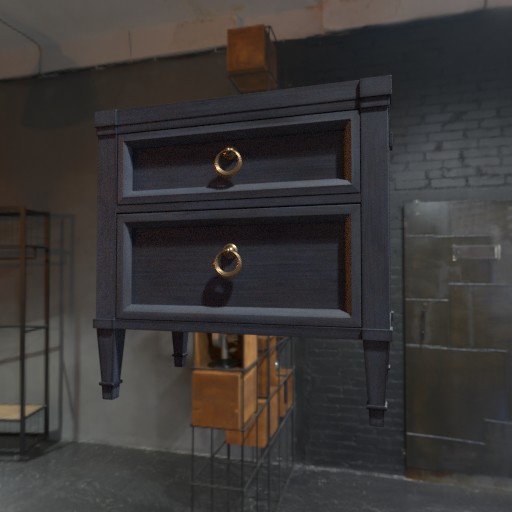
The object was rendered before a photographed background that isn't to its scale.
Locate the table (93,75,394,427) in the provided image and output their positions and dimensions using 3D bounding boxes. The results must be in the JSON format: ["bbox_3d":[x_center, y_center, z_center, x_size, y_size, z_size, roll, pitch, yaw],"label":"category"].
[{"bbox_3d":[0.000,0.000,1.112,0.660,0.660,0.413,-1,-2,17],"label":"table"}]
